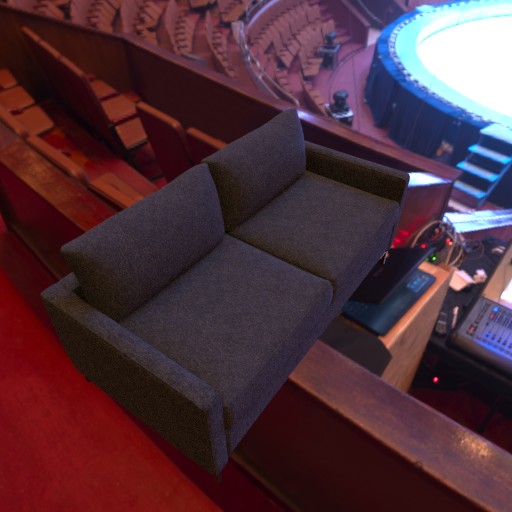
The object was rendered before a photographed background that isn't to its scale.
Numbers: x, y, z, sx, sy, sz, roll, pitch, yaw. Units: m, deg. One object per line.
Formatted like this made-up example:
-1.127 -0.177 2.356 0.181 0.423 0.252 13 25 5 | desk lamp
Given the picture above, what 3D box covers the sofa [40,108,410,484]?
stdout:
0.000 0.000 2.156 0.866 0.862 1.716 26 47 26 | sofa
